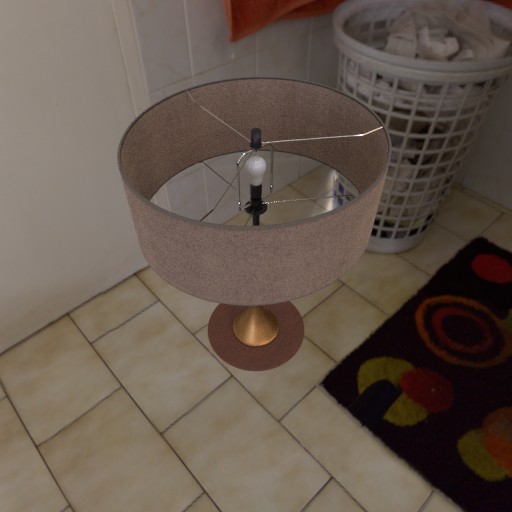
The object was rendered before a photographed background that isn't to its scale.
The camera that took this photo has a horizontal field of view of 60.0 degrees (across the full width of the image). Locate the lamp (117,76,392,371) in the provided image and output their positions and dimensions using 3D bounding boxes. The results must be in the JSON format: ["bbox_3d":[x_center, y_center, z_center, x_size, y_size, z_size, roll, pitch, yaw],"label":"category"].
[{"bbox_3d":[0.000,0.000,0.866,0.417,0.551,0.396,-32,55,-26],"label":"lamp"}]
